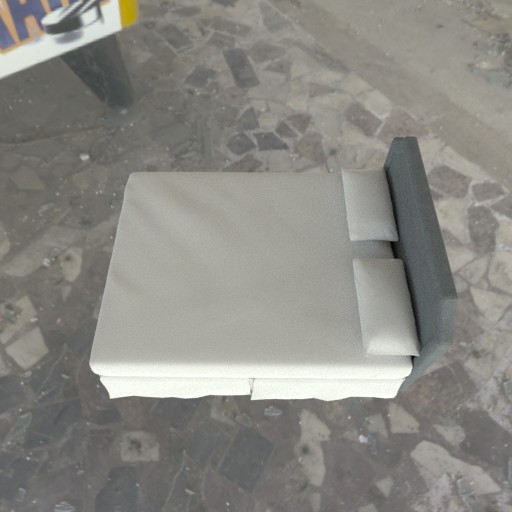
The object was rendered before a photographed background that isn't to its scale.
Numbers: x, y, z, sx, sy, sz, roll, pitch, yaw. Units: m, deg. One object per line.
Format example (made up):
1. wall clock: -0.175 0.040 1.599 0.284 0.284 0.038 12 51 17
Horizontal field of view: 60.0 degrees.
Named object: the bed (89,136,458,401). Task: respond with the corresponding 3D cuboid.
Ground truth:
1. bed: 0.000 0.000 3.597 2.464 1.306 1.977 0 58 0
